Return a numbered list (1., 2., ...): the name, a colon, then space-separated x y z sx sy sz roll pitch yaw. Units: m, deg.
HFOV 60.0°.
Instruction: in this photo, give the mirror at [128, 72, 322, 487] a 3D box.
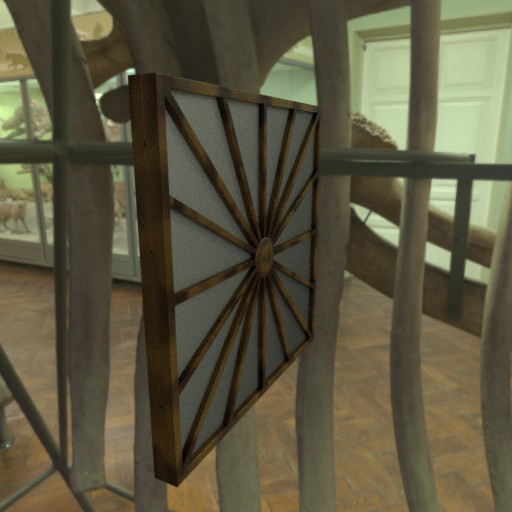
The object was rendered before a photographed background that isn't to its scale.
1. mirror: 0.000 0.000 0.743 0.042 0.507 0.509 7 16 27
